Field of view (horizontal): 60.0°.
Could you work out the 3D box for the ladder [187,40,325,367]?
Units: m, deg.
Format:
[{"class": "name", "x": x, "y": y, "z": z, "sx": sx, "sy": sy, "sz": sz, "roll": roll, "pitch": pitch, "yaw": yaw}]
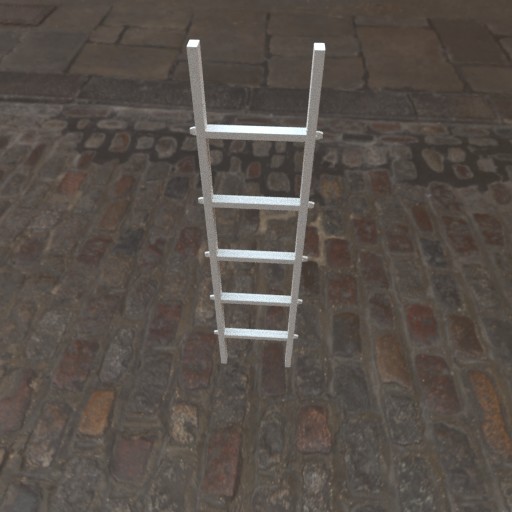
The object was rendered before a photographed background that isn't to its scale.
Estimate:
[{"class": "ladder", "x": 0.000, "y": 0.000, "z": 1.951, "sx": 0.452, "sy": 1.797, "sz": 0.051, "roll": 3, "pitch": 46, "yaw": 3}]
